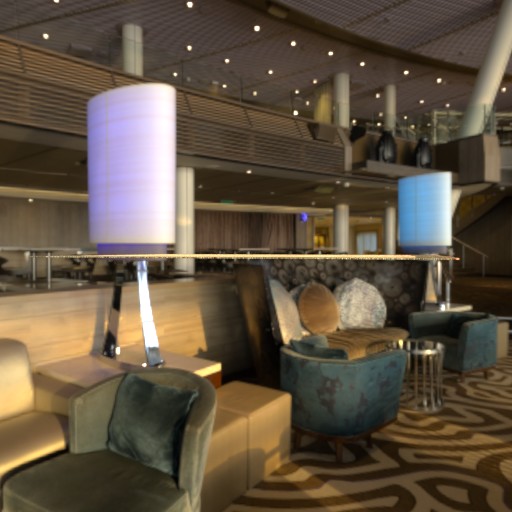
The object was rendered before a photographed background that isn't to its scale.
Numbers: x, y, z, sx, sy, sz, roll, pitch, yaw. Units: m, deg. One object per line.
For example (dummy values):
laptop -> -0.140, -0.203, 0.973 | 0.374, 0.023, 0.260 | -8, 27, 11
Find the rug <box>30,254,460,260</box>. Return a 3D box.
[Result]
rug -> 0.000, 0.000, 3.048 | 2.435, 0.006, 1.521 | 0, 1, 18
